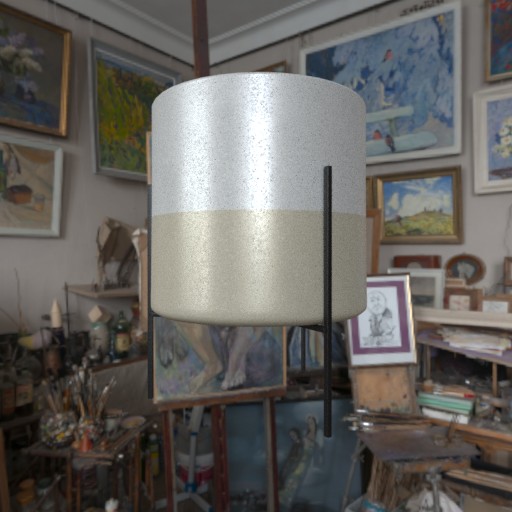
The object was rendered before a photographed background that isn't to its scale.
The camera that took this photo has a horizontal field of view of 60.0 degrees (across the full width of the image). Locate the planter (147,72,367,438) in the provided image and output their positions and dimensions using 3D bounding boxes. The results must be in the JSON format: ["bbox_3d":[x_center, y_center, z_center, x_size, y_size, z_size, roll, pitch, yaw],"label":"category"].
[{"bbox_3d":[0.000,0.000,0.756,0.368,0.484,0.359,0,0,0],"label":"planter"}]
